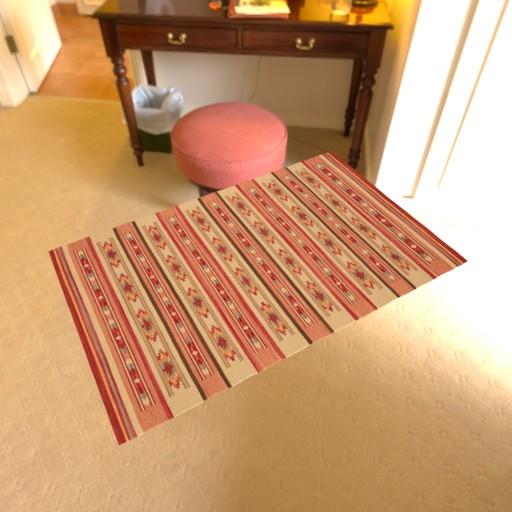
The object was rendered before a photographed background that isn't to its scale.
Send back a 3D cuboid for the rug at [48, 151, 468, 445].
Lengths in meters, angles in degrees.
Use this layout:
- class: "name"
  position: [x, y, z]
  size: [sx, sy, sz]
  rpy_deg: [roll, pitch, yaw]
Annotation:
- class: "rug"
  position: [0.000, 0.000, 3.028]
  size: [2.431, 0.010, 1.535]
  rpy_deg: [-23, 51, -20]
